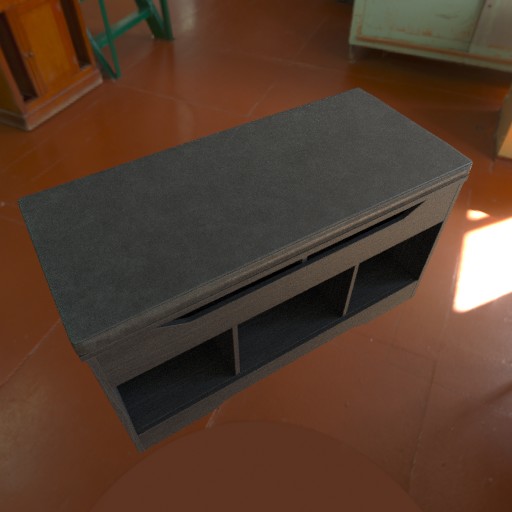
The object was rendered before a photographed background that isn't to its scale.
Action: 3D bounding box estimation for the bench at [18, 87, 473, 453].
[{"bbox_3d":[0.000,0.000,1.128,0.905,0.501,0.401,-24,52,-20],"label":"bench"}]
